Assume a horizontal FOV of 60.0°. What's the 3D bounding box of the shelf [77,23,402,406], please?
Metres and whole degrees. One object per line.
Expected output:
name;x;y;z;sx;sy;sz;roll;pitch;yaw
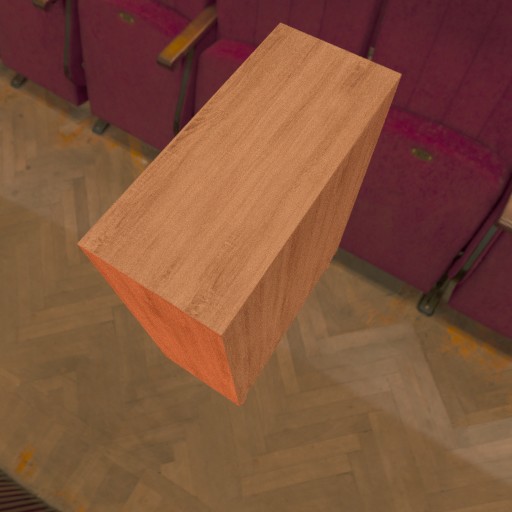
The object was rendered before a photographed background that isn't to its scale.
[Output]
shelf;0.000;0.000;1.889;0.450;1.390;1.000;30;68;14
